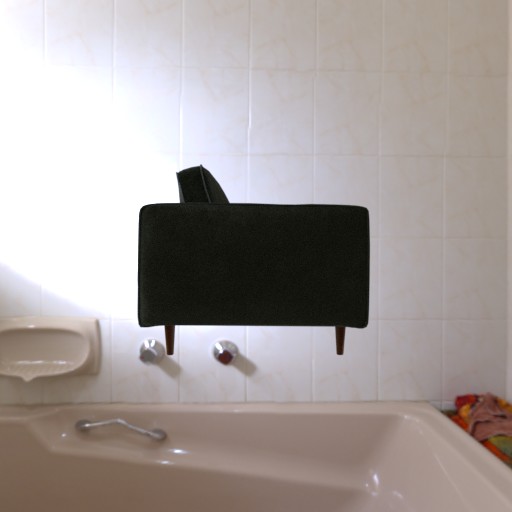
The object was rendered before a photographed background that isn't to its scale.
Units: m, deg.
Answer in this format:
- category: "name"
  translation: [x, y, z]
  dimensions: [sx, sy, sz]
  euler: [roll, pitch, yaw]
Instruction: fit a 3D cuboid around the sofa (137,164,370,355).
- category: "sofa"
  translation: [0.000, 0.000, 2.715]
  dimensions: [0.886, 0.781, 2.214]
  euler: [0, 1, 0]
